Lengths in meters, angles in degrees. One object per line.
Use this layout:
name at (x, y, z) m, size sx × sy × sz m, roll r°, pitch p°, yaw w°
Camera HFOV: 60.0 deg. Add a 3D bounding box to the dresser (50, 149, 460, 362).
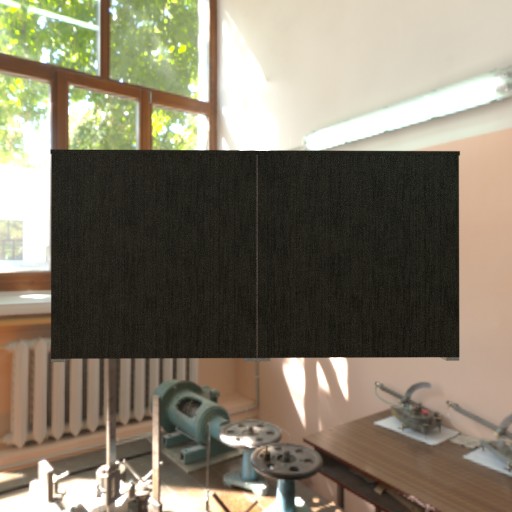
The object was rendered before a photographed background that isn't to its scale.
dresser at (0.000, 0.000, 1.825) m, size 1.535 × 0.790 × 0.333 m, roll 0°, pitch 0°, yaw -1°
